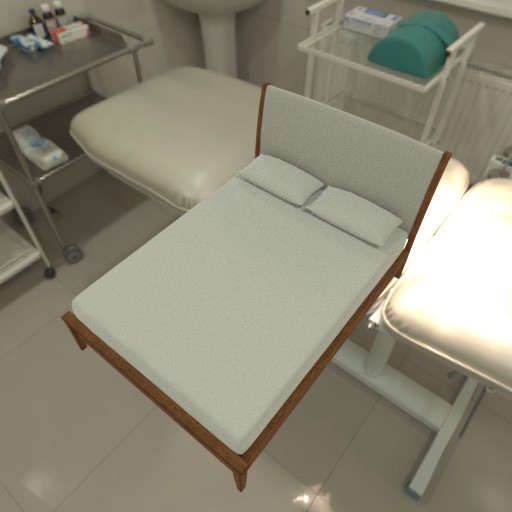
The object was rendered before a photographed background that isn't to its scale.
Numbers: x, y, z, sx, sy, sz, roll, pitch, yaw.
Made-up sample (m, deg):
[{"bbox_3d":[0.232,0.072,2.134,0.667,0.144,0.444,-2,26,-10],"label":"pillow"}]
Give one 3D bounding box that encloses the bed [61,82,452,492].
[{"bbox_3d":[0.000,0.000,2.918,1.502,1.135,2.108,31,55,24],"label":"bed"}]
